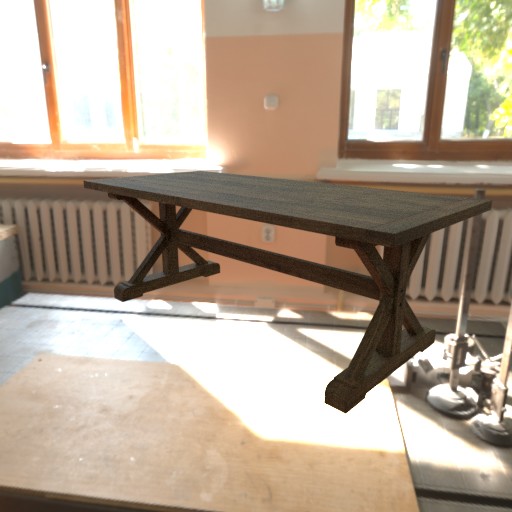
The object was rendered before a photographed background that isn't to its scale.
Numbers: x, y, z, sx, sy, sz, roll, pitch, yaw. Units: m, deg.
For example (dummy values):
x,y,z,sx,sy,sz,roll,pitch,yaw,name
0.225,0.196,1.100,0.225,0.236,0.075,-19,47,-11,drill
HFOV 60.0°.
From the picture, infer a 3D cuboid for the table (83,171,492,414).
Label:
x,y,z,sx,sy,sz,roll,pitch,yaw,name
0.000,0.000,2.424,2.031,0.733,0.907,15,22,42,table
